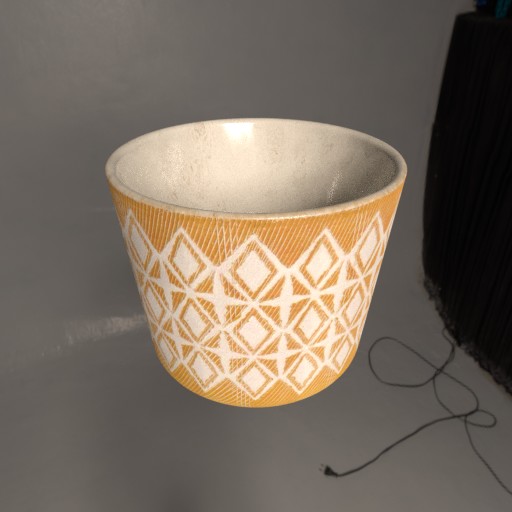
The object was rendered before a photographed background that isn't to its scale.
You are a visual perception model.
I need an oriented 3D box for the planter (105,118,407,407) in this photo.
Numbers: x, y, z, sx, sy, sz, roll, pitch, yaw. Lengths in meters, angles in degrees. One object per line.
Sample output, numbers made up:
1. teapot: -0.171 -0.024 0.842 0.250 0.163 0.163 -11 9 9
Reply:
1. planter: 0.000 0.000 0.220 0.126 0.104 0.126 0 31 0
